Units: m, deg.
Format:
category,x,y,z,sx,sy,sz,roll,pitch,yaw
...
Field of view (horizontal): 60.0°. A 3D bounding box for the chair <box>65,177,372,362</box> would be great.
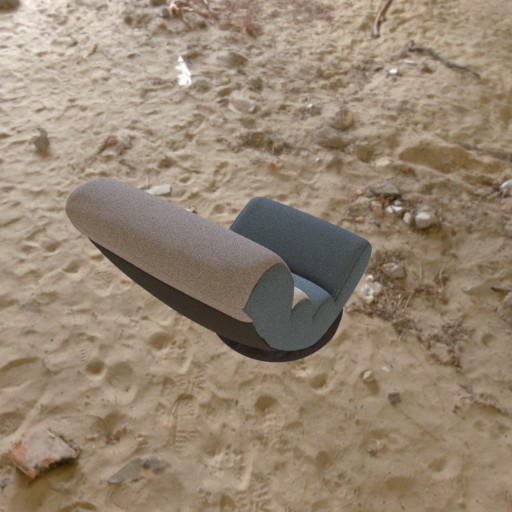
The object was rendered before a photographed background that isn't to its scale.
category,x,y,z,sx,sy,sz,roll,pitch,yaw
chair,0.000,0.000,1.082,0.420,0.641,0.661,25,52,22
